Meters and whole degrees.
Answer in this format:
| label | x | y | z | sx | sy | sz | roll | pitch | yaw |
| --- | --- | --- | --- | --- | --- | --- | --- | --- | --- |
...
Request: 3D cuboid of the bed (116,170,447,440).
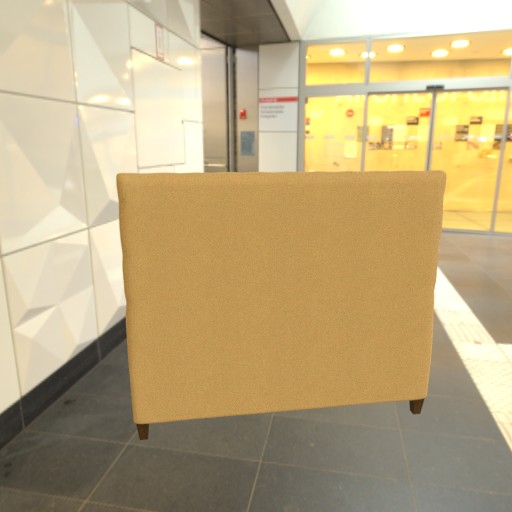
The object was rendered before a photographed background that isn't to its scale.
| label | x | y | z | sx | sy | sz | roll | pitch | yaw |
| --- | --- | --- | --- | --- | --- | --- | --- | --- | --- |
| bed | 0.000 | 0.000 | 3.472 | 1.698 | 1.427 | 2.387 | -2 | 14 | -8 |
